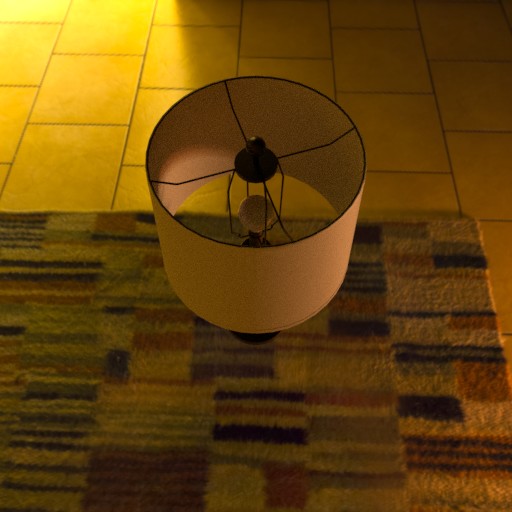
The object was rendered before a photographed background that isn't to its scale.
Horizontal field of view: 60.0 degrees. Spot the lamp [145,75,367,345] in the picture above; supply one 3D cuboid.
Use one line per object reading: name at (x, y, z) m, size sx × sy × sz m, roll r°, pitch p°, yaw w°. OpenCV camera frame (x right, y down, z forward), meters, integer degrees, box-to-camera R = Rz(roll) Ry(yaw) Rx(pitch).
lamp at (0.000, 0.000, 0.964) m, size 0.383 × 0.726 × 0.383 m, roll 0°, pitch 62°, yaw 0°
